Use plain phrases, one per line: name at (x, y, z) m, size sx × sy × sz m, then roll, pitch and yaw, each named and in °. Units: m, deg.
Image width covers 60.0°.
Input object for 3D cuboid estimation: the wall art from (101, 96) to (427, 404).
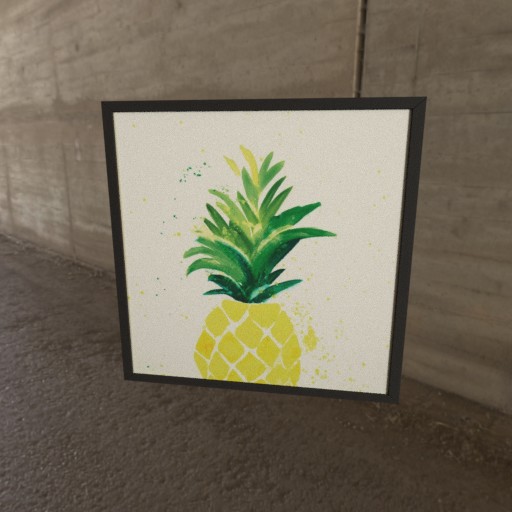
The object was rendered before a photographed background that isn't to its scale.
wall art at (0.000, 0.000, 1.139) m, size 0.762 × 0.760 × 0.037 m, roll 2°, pitch 15°, yaw 9°
